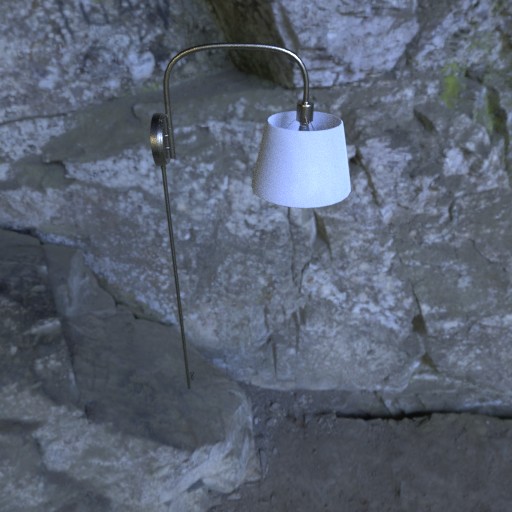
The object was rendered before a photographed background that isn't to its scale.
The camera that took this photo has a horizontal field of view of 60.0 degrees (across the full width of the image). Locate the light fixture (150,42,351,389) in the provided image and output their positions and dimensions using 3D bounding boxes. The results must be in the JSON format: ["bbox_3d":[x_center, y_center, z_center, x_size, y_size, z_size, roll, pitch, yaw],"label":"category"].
[{"bbox_3d":[0.000,0.000,0.457,0.176,0.399,0.092,0,32,0],"label":"light fixture"}]
